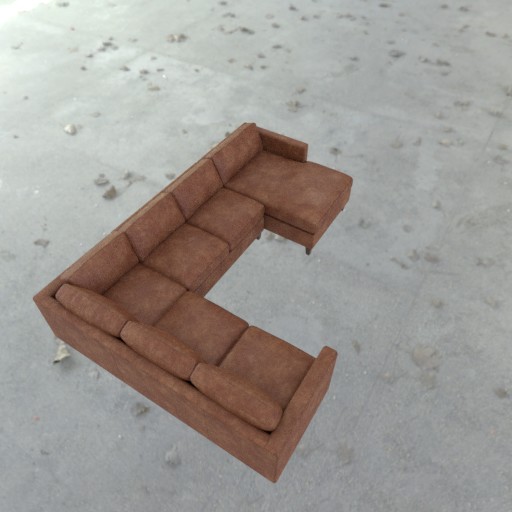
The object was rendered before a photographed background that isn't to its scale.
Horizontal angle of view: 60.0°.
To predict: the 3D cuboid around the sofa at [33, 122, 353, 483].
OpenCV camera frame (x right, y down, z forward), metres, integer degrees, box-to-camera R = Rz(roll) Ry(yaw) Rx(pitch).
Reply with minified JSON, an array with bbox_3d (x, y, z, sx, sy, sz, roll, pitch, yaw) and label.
[{"bbox_3d":[0.000,0.000,4.505,2.452,0.888,3.324,25,52,21],"label":"sofa"}]
